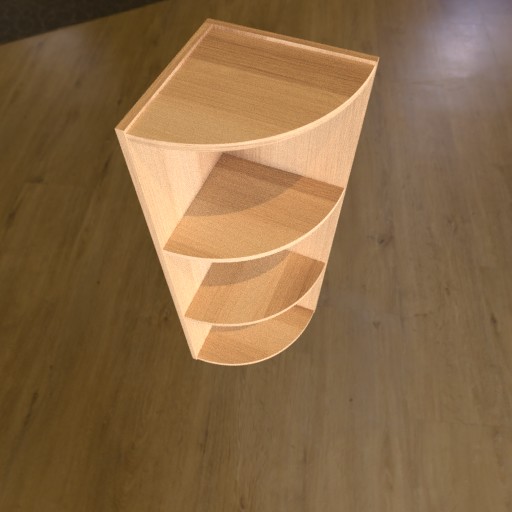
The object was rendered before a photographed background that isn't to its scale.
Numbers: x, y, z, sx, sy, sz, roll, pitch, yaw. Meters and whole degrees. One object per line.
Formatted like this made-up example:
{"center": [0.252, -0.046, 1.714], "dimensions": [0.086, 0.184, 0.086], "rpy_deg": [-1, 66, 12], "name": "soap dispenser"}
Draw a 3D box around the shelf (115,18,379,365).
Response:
{"center": [0.000, 0.000, 1.000], "dimensions": [0.290, 0.872, 0.290], "rpy_deg": [19, 59, 12], "name": "shelf"}
